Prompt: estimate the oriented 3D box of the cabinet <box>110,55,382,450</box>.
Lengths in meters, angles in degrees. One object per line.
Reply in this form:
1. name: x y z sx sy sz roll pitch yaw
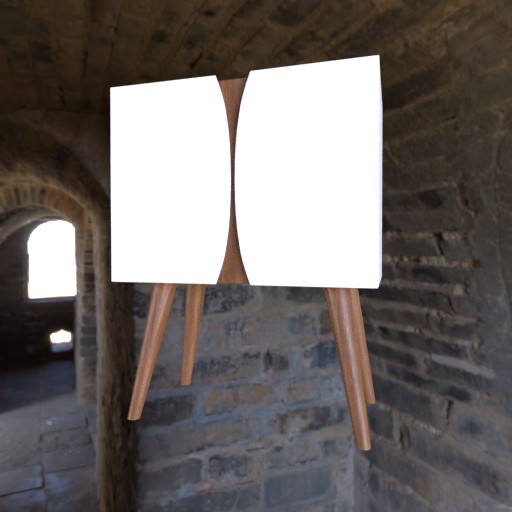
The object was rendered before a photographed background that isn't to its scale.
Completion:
1. cabinet: 0.000 0.000 1.093 0.591 0.772 0.344 0 1 17
